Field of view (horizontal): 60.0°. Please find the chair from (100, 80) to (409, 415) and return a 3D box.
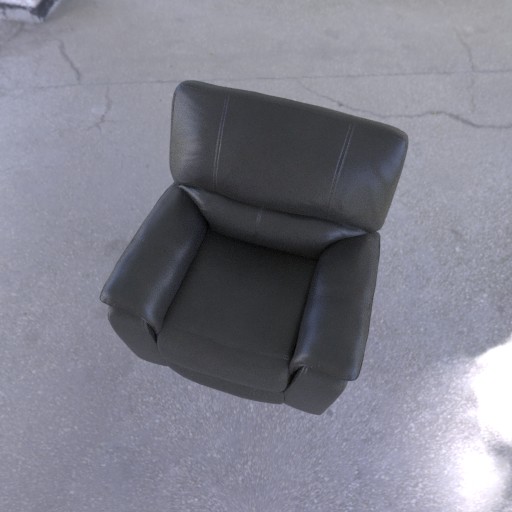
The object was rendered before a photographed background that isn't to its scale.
[{"bbox_3d":[0.000,0.000,2.040,1.096,1.109,1.087,15,60,9],"label":"chair"}]
